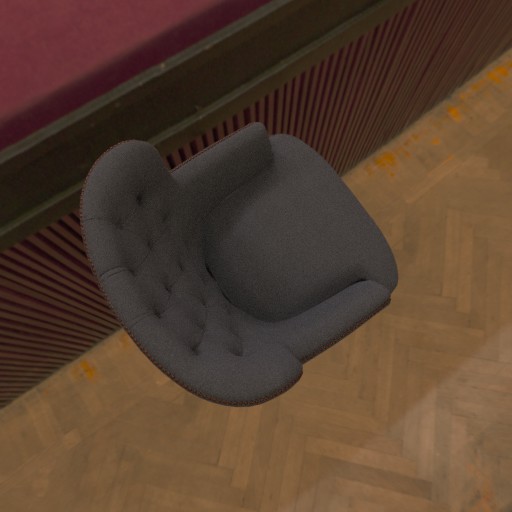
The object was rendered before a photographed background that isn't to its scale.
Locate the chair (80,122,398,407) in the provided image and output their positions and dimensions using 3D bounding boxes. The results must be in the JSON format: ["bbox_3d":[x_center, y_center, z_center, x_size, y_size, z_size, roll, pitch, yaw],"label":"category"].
[{"bbox_3d":[0.000,0.000,1.602,0.906,0.868,0.848,-33,77,-8],"label":"chair"}]
